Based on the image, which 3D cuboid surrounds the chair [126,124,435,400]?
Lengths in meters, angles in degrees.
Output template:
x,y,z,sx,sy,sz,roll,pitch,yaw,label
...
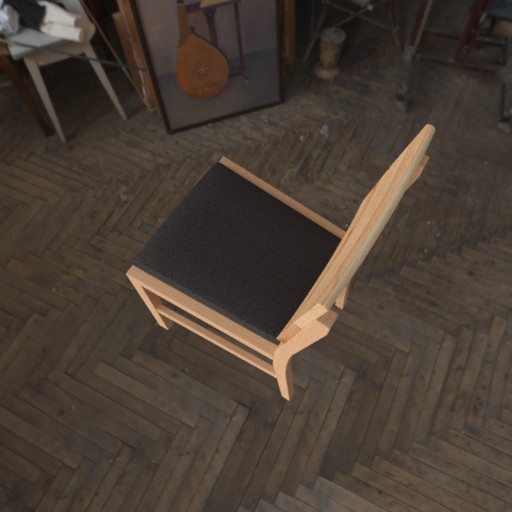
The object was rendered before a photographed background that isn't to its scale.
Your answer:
x,y,z,sx,sy,sz,roll,pitch,yaw,label
0.000,0.000,1.236,0.560,0.950,0.475,30,68,14,chair
